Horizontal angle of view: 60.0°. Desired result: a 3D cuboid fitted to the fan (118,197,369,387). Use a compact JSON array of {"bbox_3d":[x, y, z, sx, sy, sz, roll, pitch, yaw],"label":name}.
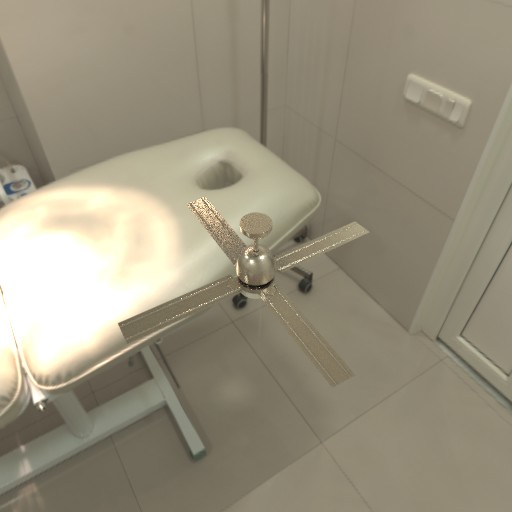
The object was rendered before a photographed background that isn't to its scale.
[{"bbox_3d":[0.000,0.000,2.065,1.346,0.406,1.346,-24,50,-22],"label":"fan"}]
